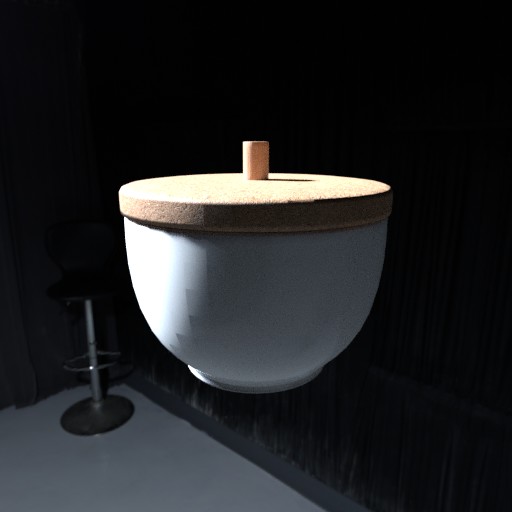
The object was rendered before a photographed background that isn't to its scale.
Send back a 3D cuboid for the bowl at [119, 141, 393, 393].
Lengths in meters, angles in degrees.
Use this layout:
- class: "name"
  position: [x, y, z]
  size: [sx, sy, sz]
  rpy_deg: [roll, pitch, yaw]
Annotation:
- class: "bowl"
  position: [0.000, 0.000, 0.221]
  size: [0.126, 0.110, 0.126]
  rpy_deg: [0, 14, 0]
